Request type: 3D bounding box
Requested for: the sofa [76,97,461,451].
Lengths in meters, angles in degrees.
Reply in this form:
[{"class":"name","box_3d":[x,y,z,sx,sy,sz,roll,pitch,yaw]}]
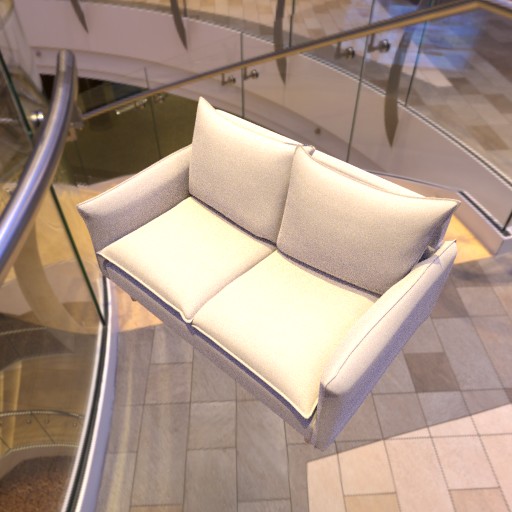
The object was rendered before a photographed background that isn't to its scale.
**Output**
[{"class":"sofa","box_3d":[0.000,0.000,1.827,1.300,0.840,0.820,31,52,28]}]
